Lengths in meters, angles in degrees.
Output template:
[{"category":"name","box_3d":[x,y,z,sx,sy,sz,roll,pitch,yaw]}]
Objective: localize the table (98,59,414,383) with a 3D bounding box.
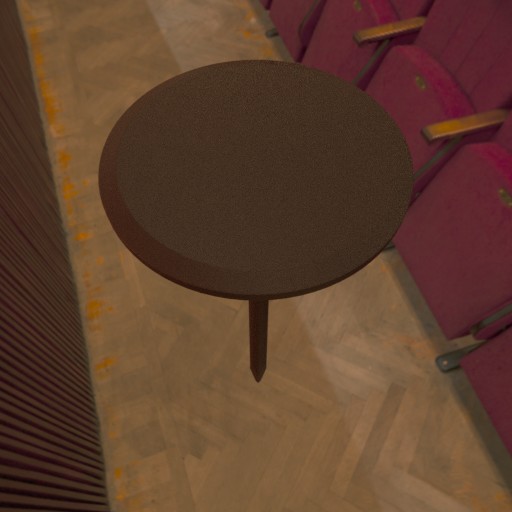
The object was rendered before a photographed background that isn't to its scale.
[{"category":"table","box_3d":[0.000,0.000,0.893,0.457,0.585,0.457,0,58,0]}]
